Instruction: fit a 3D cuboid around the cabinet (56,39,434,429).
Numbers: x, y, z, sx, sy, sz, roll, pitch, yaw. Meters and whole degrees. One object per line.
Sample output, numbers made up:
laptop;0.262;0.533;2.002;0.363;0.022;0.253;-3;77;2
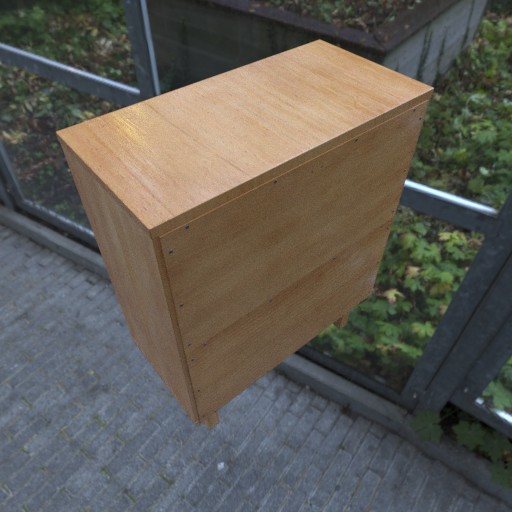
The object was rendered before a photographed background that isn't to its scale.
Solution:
cabinet;0.000;0.000;1.388;0.800;1.001;0.419;-31;54;-26
